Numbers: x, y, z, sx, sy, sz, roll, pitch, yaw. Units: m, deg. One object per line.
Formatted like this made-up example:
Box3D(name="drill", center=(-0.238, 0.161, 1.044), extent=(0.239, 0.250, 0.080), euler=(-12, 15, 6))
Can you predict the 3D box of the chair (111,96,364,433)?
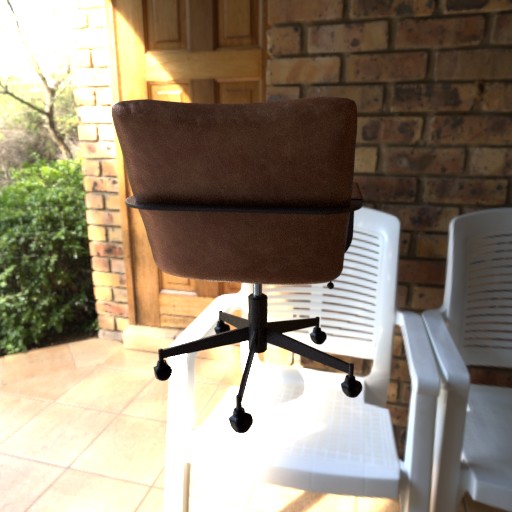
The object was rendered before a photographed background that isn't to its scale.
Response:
Box3D(name="chair", center=(0.000, 0.000, 1.451), extent=(0.727, 0.922, 0.754), euler=(2, 15, 9))
